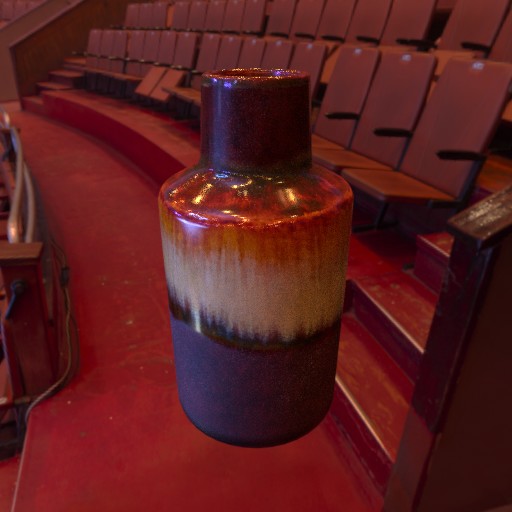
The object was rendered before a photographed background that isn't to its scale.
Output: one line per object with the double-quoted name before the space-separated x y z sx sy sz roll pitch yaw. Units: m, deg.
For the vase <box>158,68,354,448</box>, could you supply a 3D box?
"vase" 0.000 0.000 0.265 0.108 0.204 0.108 0 27 0
